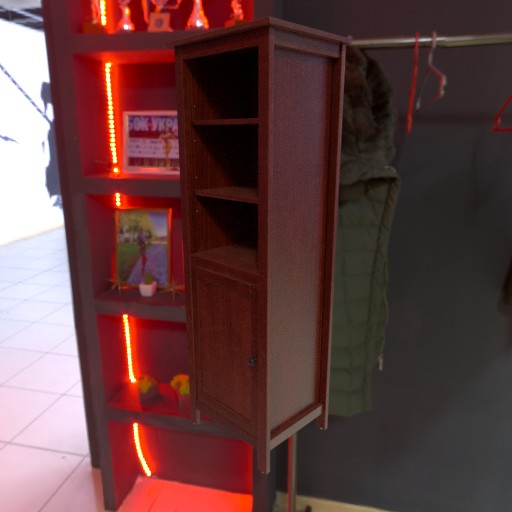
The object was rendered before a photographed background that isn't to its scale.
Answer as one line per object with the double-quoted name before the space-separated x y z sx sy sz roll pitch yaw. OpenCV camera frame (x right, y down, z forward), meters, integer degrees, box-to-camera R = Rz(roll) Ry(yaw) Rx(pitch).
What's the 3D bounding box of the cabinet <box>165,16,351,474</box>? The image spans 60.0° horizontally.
"cabinet" 0.000 0.000 1.706 0.500 1.518 0.401 14 21 43
